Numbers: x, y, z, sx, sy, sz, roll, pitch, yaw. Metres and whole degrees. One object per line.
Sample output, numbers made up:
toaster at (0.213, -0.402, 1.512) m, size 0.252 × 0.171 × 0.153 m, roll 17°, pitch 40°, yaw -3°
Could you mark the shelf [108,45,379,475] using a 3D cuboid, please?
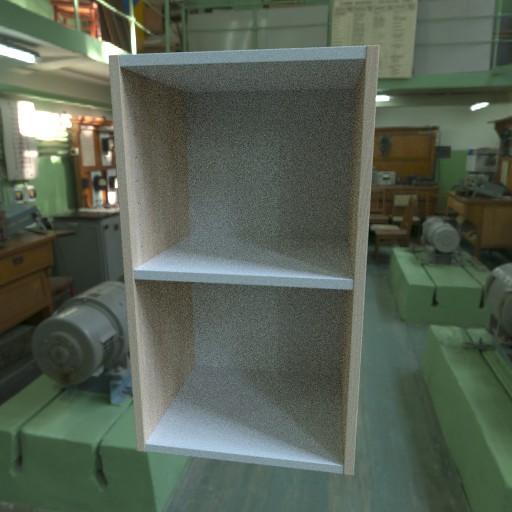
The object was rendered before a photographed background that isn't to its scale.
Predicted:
shelf at (0.000, 0.000, 0.765) m, size 0.350 × 0.600 × 0.290 m, roll 2°, pitch 14°, yaw 9°
